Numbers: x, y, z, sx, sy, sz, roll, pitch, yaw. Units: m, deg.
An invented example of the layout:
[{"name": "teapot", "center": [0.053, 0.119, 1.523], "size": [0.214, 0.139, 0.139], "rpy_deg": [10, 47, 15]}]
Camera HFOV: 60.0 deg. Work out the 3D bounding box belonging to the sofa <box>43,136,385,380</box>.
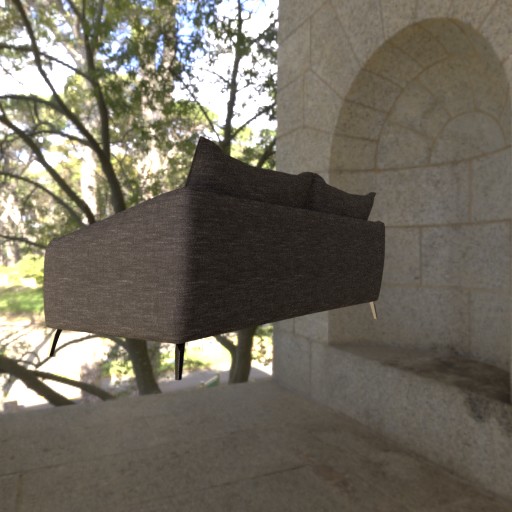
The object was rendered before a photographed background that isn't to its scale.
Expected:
[{"name": "sofa", "center": [0.000, 0.000, 2.447], "size": [0.807, 0.843, 2.019], "rpy_deg": [0, 0, 36]}]
